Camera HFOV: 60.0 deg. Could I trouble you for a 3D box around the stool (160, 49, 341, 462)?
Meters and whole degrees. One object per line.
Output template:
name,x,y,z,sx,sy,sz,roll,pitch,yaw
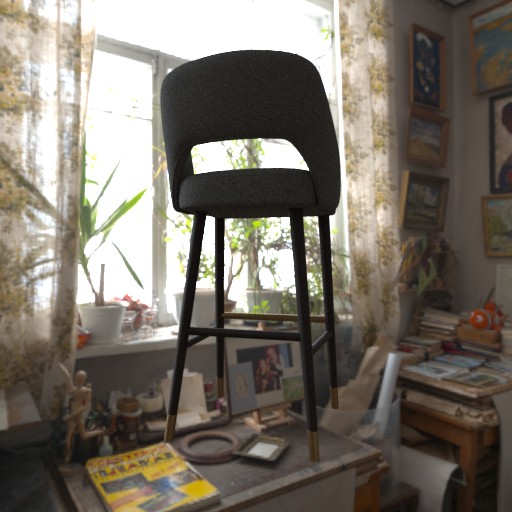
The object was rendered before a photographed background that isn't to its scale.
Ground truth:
stool,0.000,0.000,1.410,0.536,1.089,0.524,0,0,17
